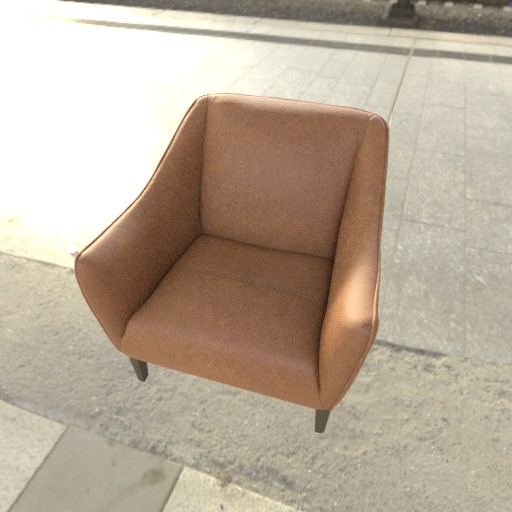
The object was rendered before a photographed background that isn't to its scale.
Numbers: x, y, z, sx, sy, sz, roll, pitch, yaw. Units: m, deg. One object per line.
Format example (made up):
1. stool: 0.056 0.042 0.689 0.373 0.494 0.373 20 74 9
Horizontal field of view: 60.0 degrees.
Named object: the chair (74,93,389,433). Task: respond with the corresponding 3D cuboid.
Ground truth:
1. chair: 0.000 0.000 1.580 0.871 0.830 0.852 12 42 13
